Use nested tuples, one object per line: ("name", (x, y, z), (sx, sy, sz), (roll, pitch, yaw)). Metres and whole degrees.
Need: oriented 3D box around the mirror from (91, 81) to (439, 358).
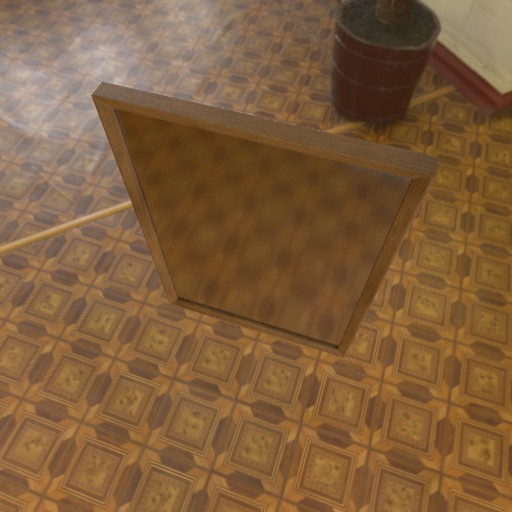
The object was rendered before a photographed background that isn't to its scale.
("mirror", (0.000, 0.000, 0.930), (0.508, 0.711, 0.039), (16, 59, 10))
